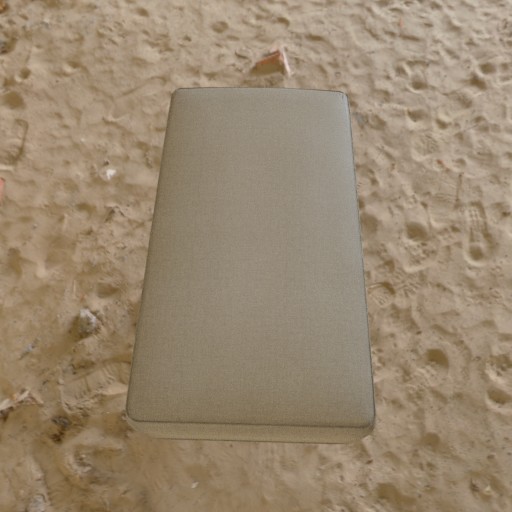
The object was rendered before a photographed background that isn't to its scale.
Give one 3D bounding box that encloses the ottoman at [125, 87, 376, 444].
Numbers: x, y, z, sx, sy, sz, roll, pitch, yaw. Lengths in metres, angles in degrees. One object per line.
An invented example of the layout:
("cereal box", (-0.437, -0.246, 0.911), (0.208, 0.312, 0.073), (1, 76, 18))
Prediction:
("ottoman", (0.000, 0.000, 1.436), (0.617, 0.461, 1.097), (1, 64, 1))
